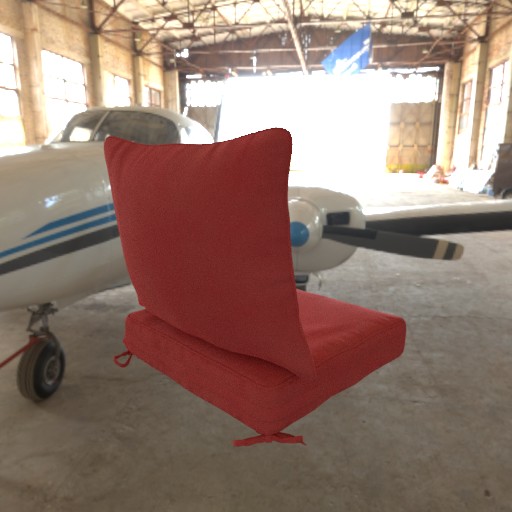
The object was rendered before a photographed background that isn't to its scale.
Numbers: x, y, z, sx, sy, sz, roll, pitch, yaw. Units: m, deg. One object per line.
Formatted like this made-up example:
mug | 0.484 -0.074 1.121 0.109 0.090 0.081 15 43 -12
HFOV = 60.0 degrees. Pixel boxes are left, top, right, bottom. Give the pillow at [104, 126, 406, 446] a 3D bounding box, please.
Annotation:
pillow | 0.000 0.000 1.377 0.733 0.725 0.798 -12 18 -43
